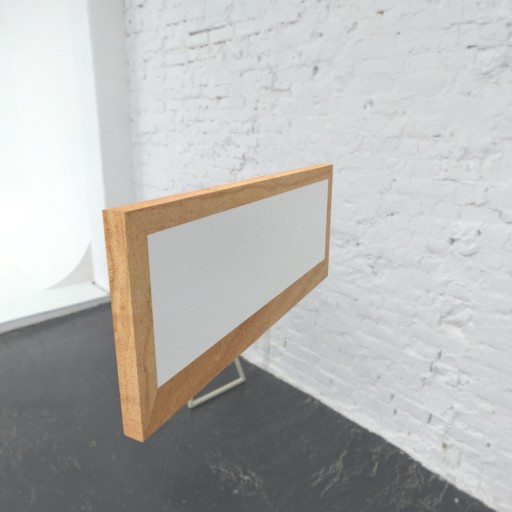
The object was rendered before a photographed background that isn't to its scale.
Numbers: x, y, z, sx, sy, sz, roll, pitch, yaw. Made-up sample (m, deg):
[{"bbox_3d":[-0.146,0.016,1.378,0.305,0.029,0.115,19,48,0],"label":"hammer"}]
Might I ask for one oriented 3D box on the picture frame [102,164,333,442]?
[{"bbox_3d":[0.000,0.000,0.671,0.045,0.234,0.582,8,18,26],"label":"picture frame"}]
